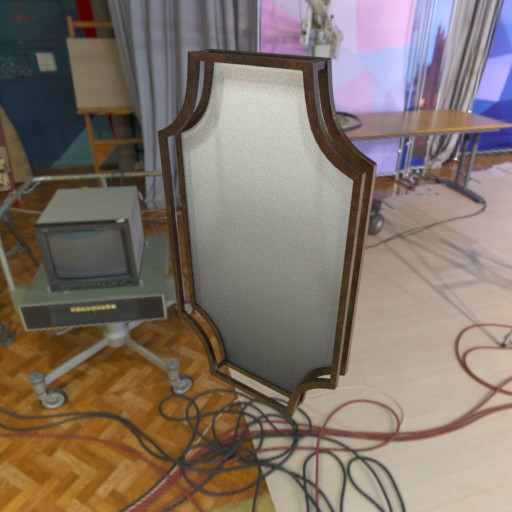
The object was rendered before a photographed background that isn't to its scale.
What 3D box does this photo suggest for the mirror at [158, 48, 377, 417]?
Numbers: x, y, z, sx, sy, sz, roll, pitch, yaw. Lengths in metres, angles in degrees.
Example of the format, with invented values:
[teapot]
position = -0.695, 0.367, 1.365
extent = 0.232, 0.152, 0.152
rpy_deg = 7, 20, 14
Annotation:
[mirror]
position = 0.000, 0.000, 0.975
extent = 0.462, 0.811, 0.066
rpy_deg = 19, 36, 29
